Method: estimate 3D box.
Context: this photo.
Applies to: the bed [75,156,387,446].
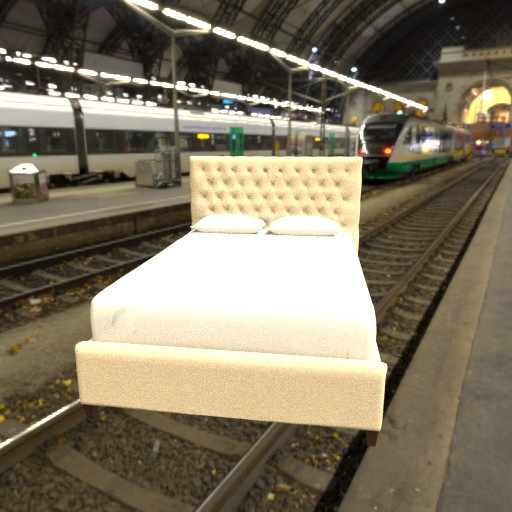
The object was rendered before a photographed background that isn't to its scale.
[{"bbox_3d":[0.000,0.000,3.385,1.698,1.427,2.387,2,14,8],"label":"bed"}]
